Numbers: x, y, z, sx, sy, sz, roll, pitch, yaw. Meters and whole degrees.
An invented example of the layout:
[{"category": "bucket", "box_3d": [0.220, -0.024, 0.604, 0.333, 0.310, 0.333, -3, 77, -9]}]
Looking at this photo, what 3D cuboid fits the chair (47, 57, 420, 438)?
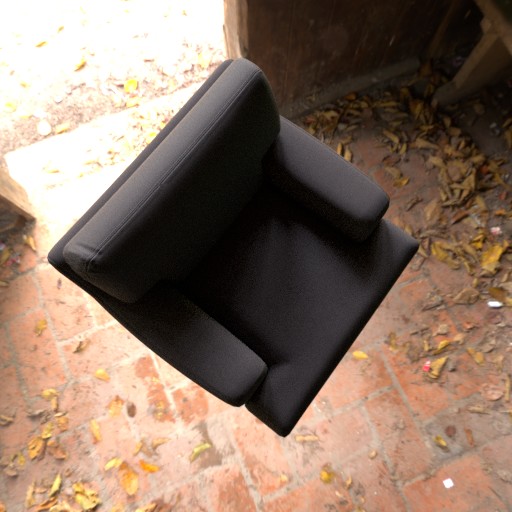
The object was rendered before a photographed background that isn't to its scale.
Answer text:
[{"category": "chair", "box_3d": [0.000, 0.000, 1.949, 1.143, 0.940, 1.168, 37, 78, 9]}]
